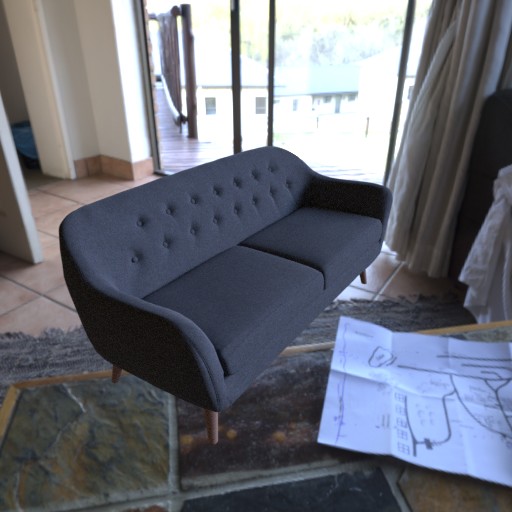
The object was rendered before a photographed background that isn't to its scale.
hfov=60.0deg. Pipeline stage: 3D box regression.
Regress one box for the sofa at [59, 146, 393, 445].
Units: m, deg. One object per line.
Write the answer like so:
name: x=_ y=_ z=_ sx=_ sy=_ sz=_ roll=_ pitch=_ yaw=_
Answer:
sofa: x=0.000 y=0.000 z=2.284 sx=0.820 sy=0.820 sz=1.840 roll=17 pitch=31 yaw=31
